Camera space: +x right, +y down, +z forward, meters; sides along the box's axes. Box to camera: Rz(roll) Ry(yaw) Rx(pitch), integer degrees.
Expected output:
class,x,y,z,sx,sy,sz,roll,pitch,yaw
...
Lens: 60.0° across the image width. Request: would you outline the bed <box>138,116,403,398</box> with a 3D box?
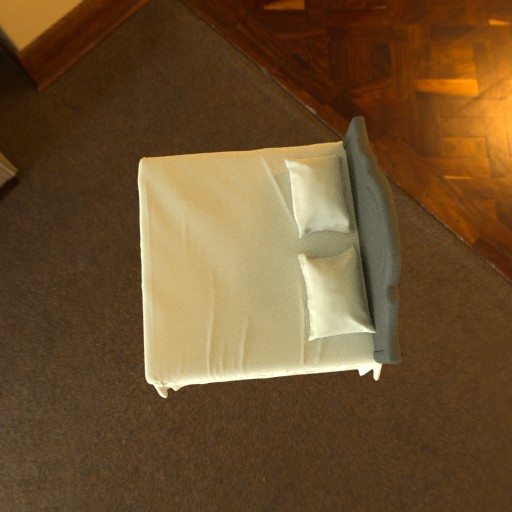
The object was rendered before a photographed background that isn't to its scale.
class,x,y,z,sx,sy,sz,roll,pitch,yaw
bed,0.000,0.000,3.788,2.222,1.631,2.303,-5,77,-1
